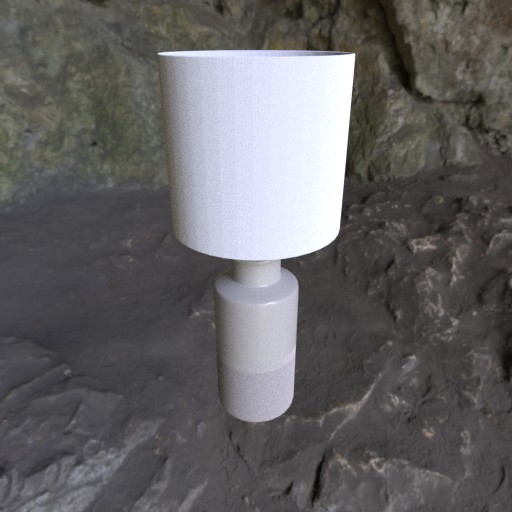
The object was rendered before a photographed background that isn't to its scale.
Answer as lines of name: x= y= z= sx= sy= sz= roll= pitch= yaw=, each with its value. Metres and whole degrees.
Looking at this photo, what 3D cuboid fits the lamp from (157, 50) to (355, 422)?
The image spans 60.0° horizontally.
lamp: x=0.000 y=0.000 z=0.592 sx=0.212 sy=0.493 sz=0.212 roll=9 pitch=28 yaw=18
